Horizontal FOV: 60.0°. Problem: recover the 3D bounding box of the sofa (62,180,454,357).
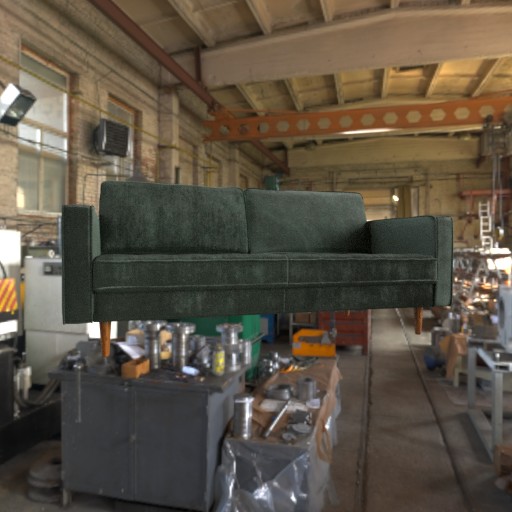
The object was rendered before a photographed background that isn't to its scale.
[{"bbox_3d":[0.000,0.000,2.306,1.816,0.781,0.886,0,1,-18],"label":"sofa"}]
